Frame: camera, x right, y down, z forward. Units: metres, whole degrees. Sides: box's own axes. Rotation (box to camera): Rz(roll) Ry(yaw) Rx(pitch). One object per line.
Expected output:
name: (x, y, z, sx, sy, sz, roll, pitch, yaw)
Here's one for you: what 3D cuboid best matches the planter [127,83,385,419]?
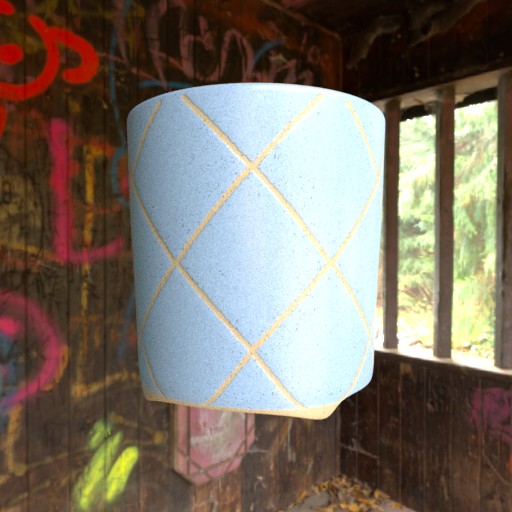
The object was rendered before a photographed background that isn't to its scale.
planter: (0.000, 0.000, 0.408, 0.227, 0.235, 0.227, 0, 1, 0)
